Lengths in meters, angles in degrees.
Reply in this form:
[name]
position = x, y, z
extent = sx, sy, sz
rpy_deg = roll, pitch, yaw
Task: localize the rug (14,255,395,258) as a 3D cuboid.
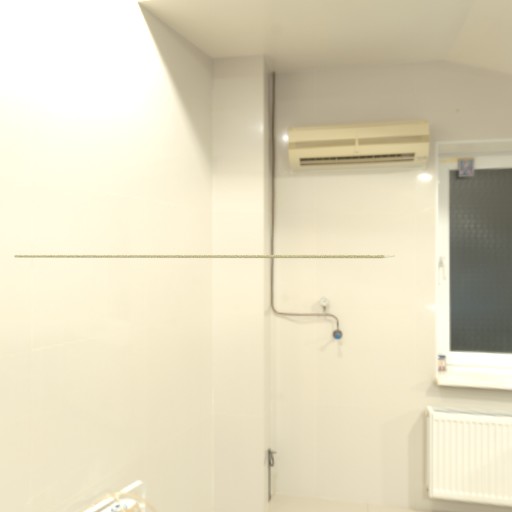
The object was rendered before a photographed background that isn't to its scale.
[rug]
position = 0.000, 0.000, 4.180
extent = 2.452, 0.016, 3.204
rpy_deg = 0, 0, 18
